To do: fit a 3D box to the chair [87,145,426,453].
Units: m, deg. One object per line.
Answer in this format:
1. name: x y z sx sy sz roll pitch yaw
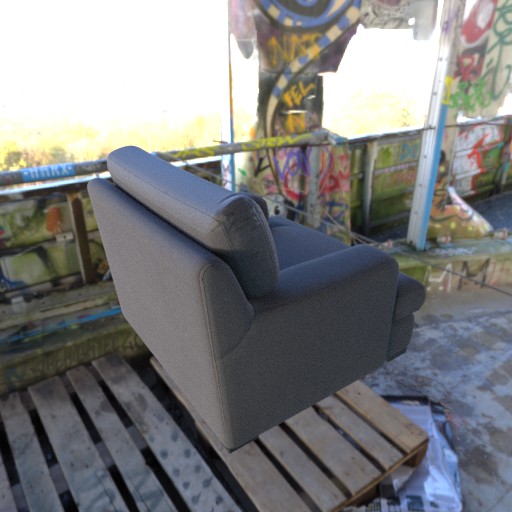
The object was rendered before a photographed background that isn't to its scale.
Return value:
1. chair: 0.000 0.000 2.042 1.143 0.940 1.168 -17 30 -31
